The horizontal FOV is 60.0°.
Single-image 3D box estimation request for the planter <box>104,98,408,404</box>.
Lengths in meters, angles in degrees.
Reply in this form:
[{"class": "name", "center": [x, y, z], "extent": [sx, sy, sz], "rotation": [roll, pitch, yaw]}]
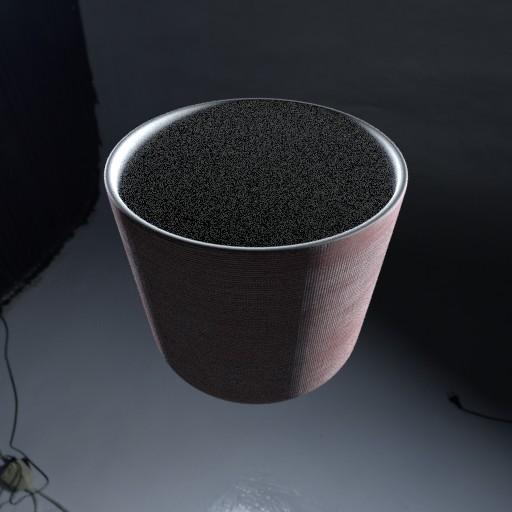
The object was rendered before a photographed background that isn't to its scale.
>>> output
[{"class": "planter", "center": [0.000, 0.000, 0.793], "extent": [0.440, 0.398, 0.440], "rotation": [0, 41, 0]}]
